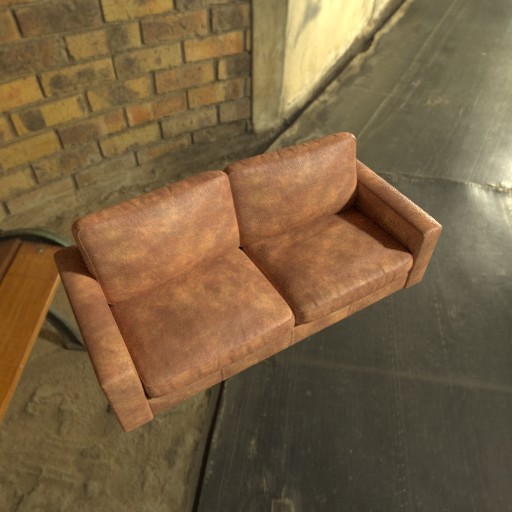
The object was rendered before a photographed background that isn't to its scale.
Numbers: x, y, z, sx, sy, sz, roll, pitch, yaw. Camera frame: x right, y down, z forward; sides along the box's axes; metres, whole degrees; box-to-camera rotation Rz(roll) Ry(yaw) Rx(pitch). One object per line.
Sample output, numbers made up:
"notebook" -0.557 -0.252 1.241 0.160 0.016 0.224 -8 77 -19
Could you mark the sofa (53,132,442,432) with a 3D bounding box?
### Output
"sofa" 0.000 0.000 2.757 2.179 0.873 1.016 -23 50 -20
